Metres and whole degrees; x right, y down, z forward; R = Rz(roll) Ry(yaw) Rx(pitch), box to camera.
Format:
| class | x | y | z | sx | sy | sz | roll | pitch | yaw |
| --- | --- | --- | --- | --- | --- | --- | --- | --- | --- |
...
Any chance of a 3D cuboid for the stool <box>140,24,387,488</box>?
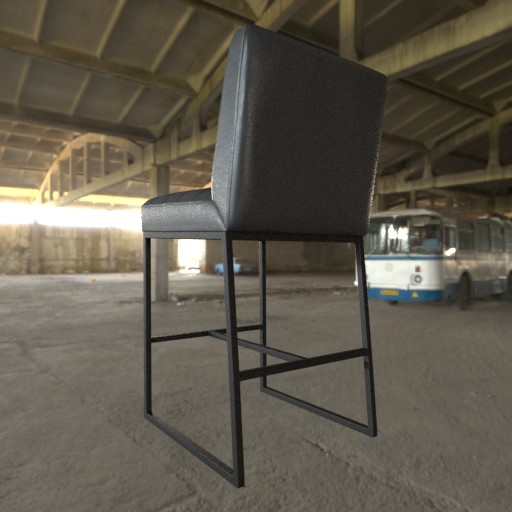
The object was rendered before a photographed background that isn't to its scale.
| class | x | y | z | sx | sy | sz | roll | pitch | yaw |
| --- | --- | --- | --- | --- | --- | --- | --- | --- | --- |
| stool | 0.000 | 0.000 | 1.212 | 0.457 | 0.938 | 0.552 | 0 | 0 | -36 |
